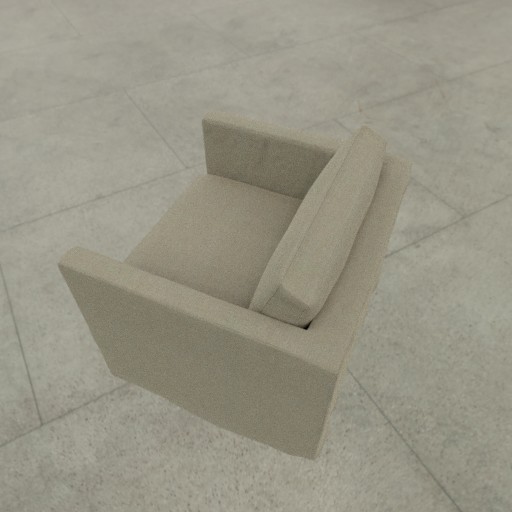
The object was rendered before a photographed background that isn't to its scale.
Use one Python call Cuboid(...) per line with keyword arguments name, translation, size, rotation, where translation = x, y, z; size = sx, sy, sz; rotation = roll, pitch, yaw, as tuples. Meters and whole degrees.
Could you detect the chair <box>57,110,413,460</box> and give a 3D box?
Cuboid(name="chair", translation=(0.000, 0.000, 1.760), size=(0.949, 0.863, 1.057), rotation=(18, 50, 16))
